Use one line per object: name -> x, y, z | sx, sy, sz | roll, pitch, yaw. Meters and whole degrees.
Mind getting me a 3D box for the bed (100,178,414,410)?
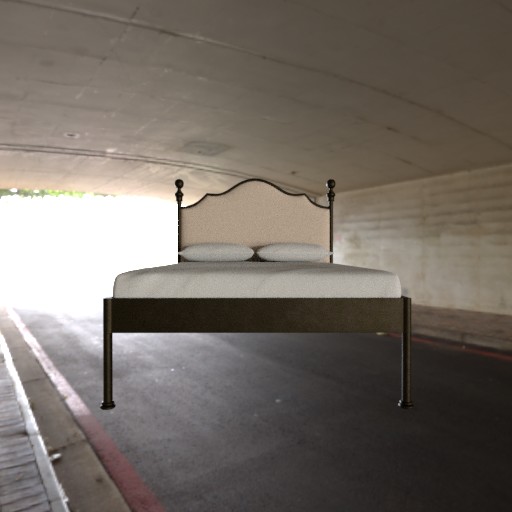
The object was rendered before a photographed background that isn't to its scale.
bed -> 0.000, 0.000, 3.190 | 1.533, 1.462, 2.170 | 0, 1, 0
